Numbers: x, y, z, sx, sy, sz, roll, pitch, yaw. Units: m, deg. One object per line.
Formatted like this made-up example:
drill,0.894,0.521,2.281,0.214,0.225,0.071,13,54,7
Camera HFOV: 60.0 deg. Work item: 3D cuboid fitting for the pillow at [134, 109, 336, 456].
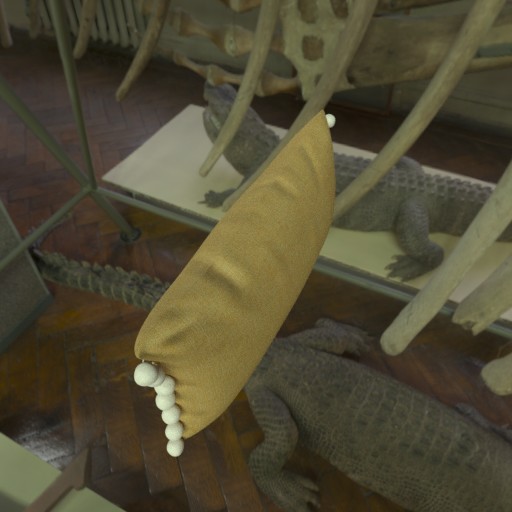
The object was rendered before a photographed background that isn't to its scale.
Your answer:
pillow,0.000,0.000,0.844,0.201,0.322,0.709,19,50,17
